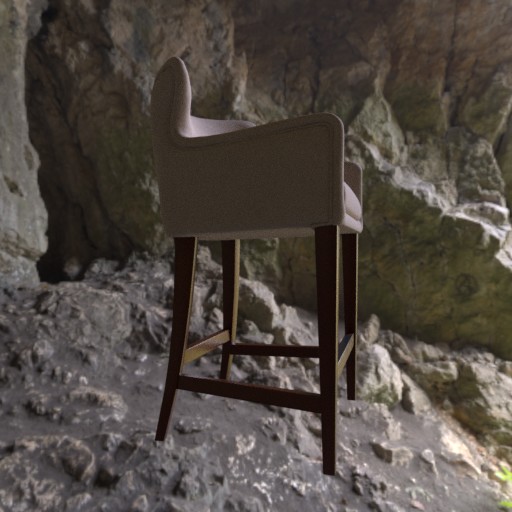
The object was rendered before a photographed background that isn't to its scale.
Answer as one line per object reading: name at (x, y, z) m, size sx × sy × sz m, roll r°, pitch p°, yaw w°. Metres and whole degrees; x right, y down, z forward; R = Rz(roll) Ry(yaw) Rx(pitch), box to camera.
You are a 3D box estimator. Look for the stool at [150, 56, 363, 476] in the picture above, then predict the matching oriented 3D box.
stool at (0.000, 0.000, 1.292) m, size 0.570 × 0.951 × 0.601 m, roll 0°, pitch 1°, yaw 18°
